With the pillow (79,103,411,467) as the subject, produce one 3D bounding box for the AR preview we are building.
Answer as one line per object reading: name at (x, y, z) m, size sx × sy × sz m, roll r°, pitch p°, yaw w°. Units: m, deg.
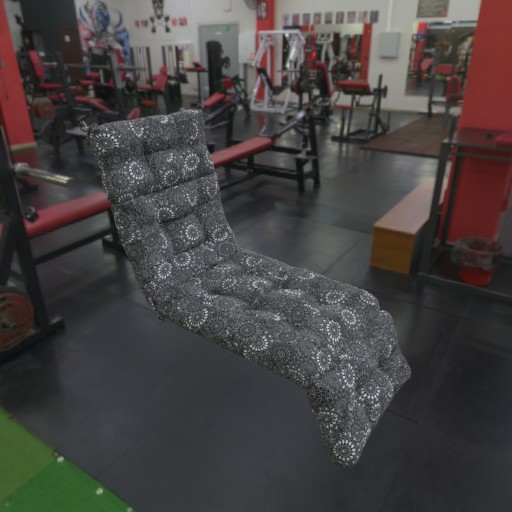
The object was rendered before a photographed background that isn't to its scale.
pillow at (0.000, 0.000, 1.471) m, size 1.016 × 0.863 × 0.526 m, roll 18°, pitch 31°, yaw 32°
